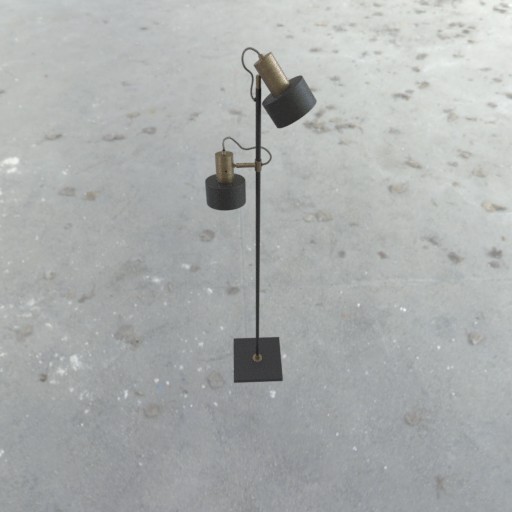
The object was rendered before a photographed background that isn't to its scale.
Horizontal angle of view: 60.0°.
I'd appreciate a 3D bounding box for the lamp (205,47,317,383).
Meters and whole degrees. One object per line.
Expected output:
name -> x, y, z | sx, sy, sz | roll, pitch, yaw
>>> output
lamp -> 0.000, 0.000, 1.640 | 0.315, 1.505, 0.233 | -2, 47, -2
